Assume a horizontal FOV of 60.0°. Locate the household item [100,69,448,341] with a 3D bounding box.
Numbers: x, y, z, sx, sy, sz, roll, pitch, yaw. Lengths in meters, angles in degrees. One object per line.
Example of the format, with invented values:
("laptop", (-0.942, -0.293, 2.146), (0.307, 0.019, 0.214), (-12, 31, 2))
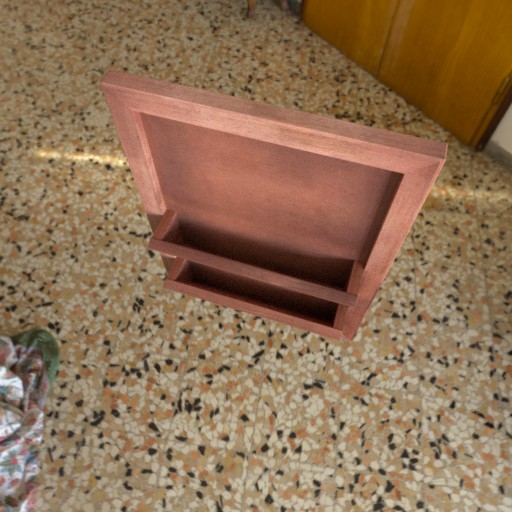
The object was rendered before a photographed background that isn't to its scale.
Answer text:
("household item", (0.000, 0.000, 0.545), (0.310, 0.407, 0.067), (16, 60, 9))
